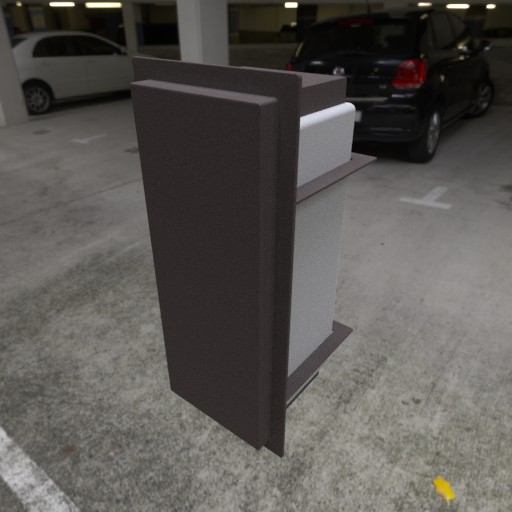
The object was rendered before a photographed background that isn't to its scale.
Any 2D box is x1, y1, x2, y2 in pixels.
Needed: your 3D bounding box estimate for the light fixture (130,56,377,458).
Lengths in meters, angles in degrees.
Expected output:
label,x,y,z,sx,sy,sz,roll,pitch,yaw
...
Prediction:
label,x,y,z,sx,sy,sz,roll,pitch,yaw
light fixture,0.000,0.000,0.421,0.153,0.347,0.146,21,36,33
